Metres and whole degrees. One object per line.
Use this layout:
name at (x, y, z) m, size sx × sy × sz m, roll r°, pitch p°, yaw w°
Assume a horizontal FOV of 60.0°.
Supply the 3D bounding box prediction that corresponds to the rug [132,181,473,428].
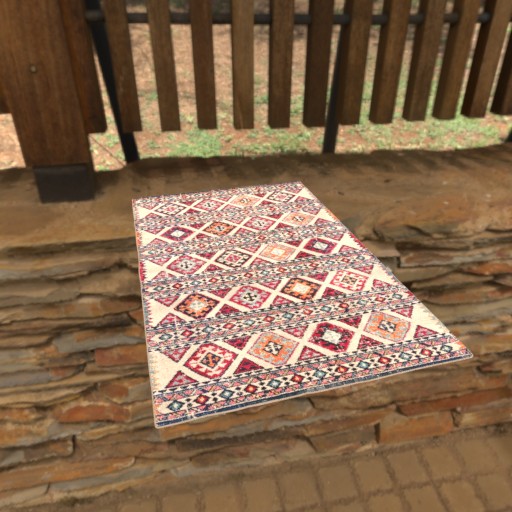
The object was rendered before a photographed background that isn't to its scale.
rug at (0.000, 0.000, 2.991) m, size 1.545 × 0.010 × 2.440 m, roll -8°, pitch 32°, yaw -13°
